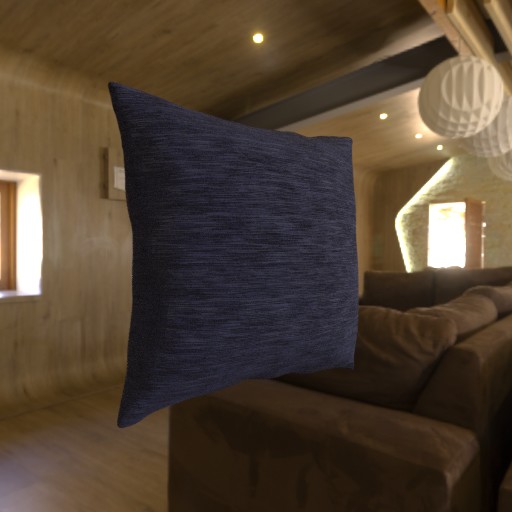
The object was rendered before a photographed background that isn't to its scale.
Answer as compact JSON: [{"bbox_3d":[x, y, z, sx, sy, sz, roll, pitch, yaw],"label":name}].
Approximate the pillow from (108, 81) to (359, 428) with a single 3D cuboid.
[{"bbox_3d":[0.000,0.000,0.684,0.452,0.439,0.204,0,0,-36],"label":"pillow"}]
